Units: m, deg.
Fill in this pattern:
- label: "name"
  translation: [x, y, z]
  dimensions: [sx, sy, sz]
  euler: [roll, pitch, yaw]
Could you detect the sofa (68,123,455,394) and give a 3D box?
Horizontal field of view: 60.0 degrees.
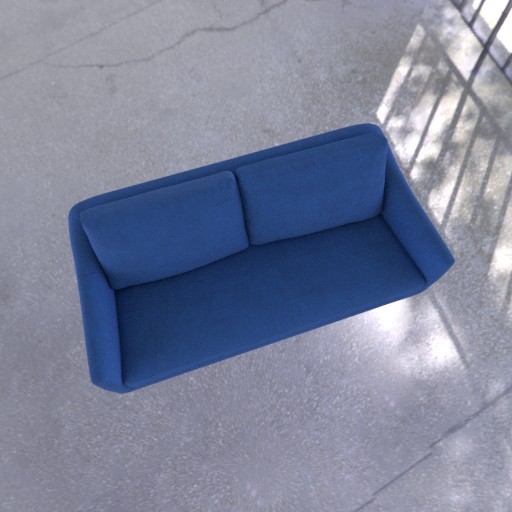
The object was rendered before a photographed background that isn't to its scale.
- label: "sofa"
  translation: [0.000, 0.000, 2.631]
  dimensions: [2.036, 0.903, 0.960]
  euler: [-17, 66, -8]
